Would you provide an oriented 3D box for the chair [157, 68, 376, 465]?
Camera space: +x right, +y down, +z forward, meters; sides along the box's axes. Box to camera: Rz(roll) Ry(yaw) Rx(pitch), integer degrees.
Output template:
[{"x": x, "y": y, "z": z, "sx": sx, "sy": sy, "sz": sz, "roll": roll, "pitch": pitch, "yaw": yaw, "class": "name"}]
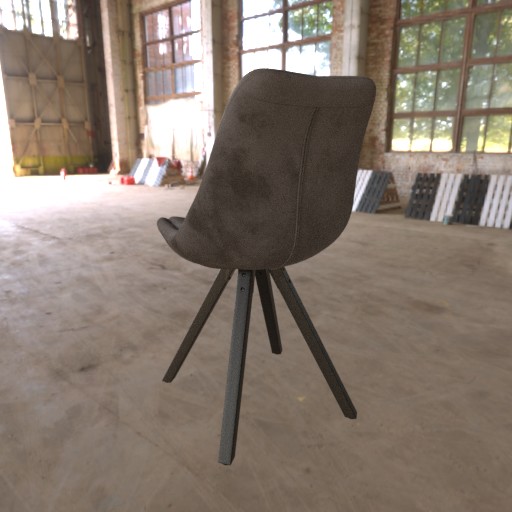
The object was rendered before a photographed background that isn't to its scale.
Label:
[{"x": 0.000, "y": 0.000, "z": 1.179, "sx": 0.476, "sy": 0.850, "sz": 0.550, "roll": -8, "pitch": 17, "yaw": -27, "class": "chair"}]
